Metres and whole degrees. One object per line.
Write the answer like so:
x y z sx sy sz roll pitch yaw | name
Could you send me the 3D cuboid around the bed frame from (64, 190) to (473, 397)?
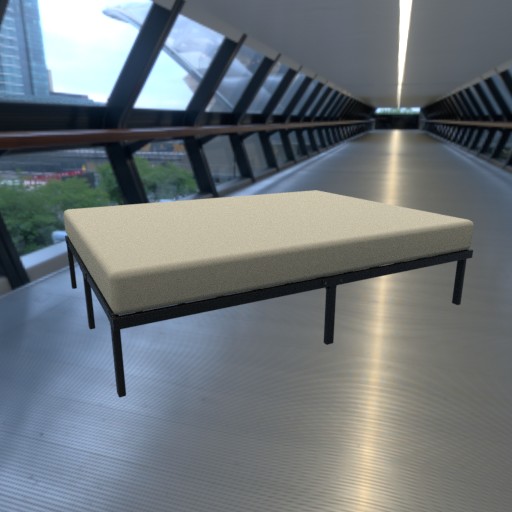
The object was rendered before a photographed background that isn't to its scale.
0.000 0.000 3.574 2.635 0.680 1.990 -9 18 -27 | bed frame
